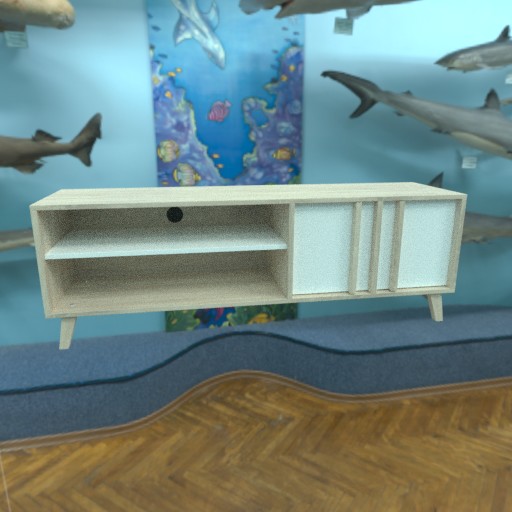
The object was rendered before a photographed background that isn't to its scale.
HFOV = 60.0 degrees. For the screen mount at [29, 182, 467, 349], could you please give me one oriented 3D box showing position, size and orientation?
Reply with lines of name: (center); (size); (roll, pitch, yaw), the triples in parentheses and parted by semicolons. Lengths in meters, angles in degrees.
screen mount: (0.000, 0.000, 1.760); (1.500, 0.510, 0.400); (-3, 16, -9)
